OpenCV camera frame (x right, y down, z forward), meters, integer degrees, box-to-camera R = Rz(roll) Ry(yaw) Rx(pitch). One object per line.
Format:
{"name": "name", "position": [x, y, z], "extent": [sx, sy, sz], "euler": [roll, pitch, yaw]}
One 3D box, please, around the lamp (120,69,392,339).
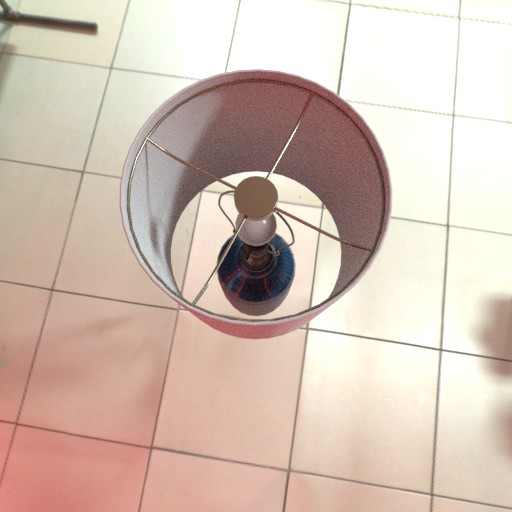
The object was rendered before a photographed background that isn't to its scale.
{"name": "lamp", "position": [0.000, 0.000, 0.589], "extent": [0.220, 0.475, 0.220], "euler": [41, 80, 9]}
